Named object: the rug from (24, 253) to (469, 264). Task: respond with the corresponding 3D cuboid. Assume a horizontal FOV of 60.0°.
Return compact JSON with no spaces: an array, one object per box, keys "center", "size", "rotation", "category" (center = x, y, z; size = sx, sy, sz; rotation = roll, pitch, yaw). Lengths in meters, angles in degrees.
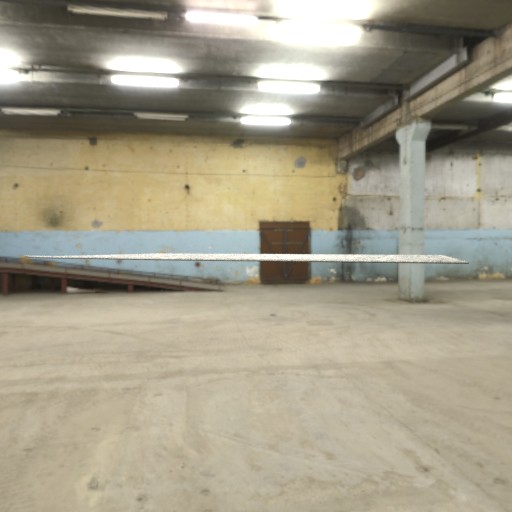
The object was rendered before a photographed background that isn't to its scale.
[{"center":[0.000,0.000,2.990],"size":[2.447,0.021,1.527],"rotation":[0,1,20],"category":"rug"}]
